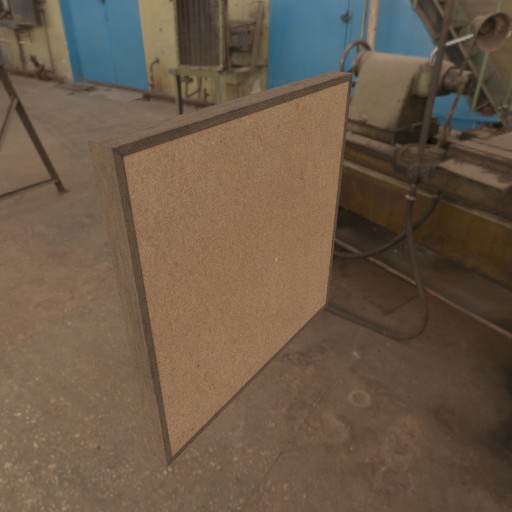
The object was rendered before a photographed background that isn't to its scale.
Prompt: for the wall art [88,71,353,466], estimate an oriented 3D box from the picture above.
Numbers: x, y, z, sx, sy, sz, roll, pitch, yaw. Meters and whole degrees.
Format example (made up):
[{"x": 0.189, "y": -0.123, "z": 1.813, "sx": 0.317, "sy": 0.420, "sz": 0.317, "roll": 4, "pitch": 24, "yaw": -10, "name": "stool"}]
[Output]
[{"x": 0.000, "y": 0.000, "z": 0.739, "sx": 0.038, "sy": 0.508, "sz": 0.508, "roll": 22, "pitch": 38, "yaw": 31, "name": "wall art"}]
